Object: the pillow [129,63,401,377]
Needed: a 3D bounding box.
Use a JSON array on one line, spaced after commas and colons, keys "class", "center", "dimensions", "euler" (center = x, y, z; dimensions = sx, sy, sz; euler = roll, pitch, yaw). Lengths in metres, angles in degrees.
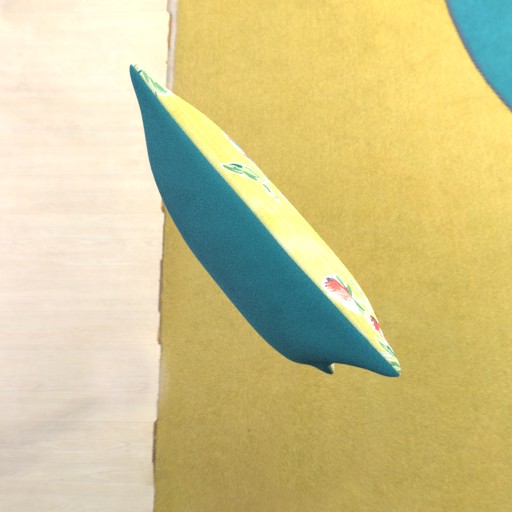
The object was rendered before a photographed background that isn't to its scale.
[{"class": "pillow", "center": [0.000, 0.000, 0.788], "dimensions": [0.166, 0.508, 0.525], "euler": [-38, 78, -9]}]
